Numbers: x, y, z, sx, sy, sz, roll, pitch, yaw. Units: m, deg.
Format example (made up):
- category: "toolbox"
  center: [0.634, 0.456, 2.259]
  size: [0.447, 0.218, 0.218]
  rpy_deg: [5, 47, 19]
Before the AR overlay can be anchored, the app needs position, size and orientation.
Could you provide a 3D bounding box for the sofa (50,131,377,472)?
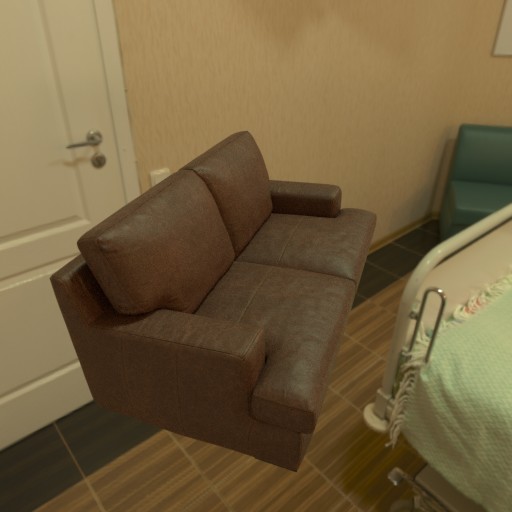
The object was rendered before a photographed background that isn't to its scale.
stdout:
- category: "sofa"
  center: [0.000, 0.000, 2.484]
  size: [1.143, 0.939, 1.880]
  rpy_deg: [11, 33, 17]
